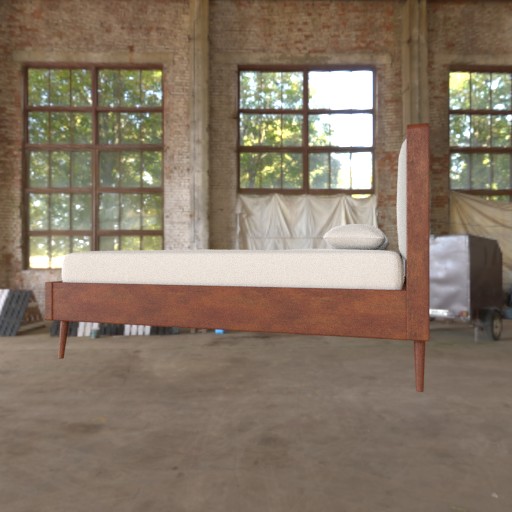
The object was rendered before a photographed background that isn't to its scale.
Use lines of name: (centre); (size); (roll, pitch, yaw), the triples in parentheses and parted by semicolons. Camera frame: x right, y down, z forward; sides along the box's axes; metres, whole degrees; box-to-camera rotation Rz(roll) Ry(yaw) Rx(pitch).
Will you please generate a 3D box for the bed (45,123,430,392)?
bed: (0.000, 0.000, 3.122); (2.196, 1.275, 1.587); (0, 0, 18)
